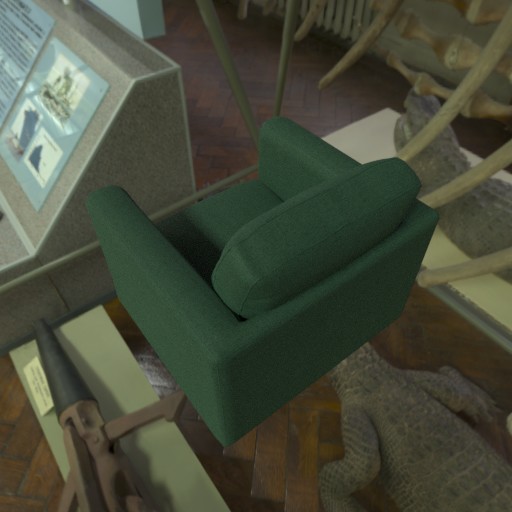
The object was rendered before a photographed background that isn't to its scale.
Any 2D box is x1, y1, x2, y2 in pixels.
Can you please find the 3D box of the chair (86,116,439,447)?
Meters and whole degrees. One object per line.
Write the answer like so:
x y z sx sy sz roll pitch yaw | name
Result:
0.000 0.000 1.569 0.855 0.927 0.800 -29 54 -24 | chair
